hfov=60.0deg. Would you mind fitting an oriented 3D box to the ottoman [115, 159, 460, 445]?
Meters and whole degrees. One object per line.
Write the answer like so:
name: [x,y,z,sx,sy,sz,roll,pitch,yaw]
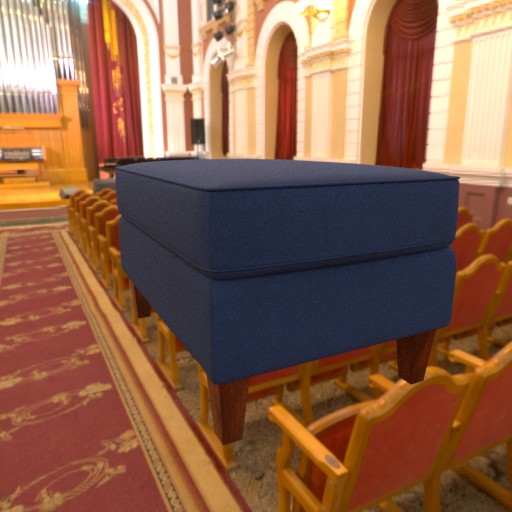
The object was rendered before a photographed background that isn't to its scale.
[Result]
ottoman: [0.000,0.000,1.384,0.686,0.584,0.965,-7,16,-26]
